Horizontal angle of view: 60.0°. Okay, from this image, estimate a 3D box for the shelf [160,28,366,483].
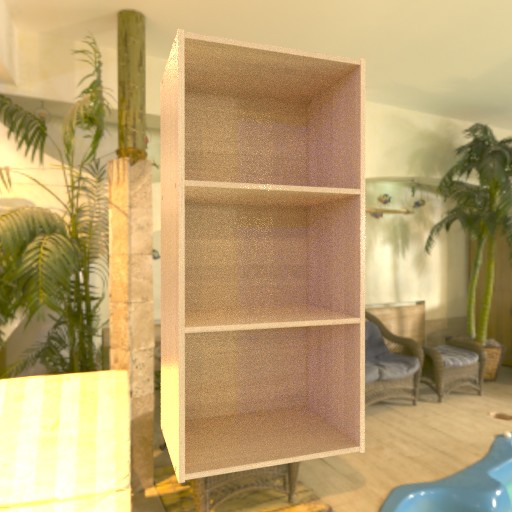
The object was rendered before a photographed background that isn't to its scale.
[{"bbox_3d":[0.000,0.000,1.059,0.417,0.876,0.292,0,0,-19],"label":"shelf"}]
